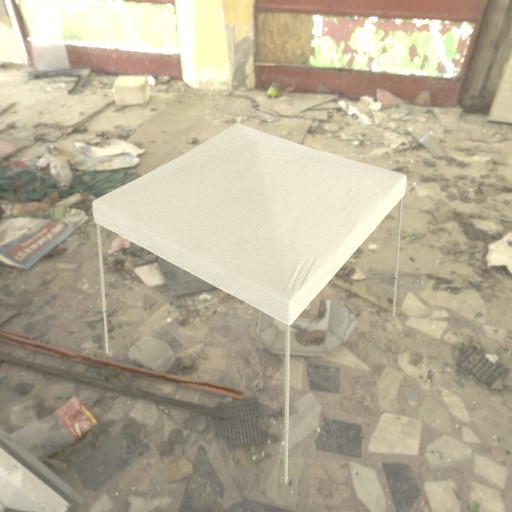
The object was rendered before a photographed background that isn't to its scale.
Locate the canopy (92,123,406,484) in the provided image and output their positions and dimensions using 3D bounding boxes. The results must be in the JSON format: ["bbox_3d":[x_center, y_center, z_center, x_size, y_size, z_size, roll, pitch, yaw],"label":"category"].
[{"bbox_3d":[0.000,0.000,6.563,3.599,3.600,3.600,25,46,27],"label":"canopy"}]
